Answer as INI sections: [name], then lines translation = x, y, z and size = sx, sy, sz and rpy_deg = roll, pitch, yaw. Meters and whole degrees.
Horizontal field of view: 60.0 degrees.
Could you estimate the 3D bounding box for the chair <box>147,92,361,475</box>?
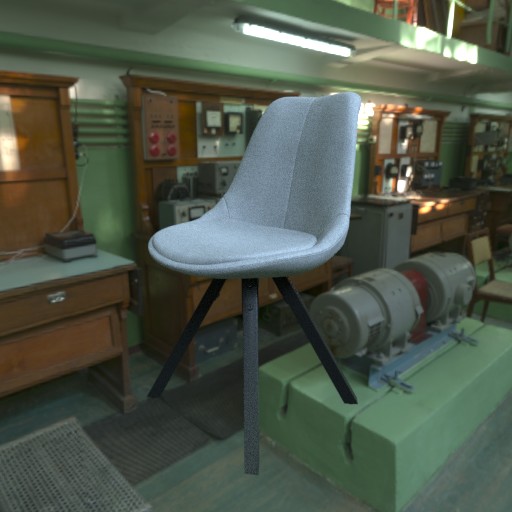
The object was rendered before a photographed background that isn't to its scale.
[chair]
translation = 0.000, 0.000, 1.195
size = 0.550, 0.850, 0.485
rpy_deg = -14, 21, -43
